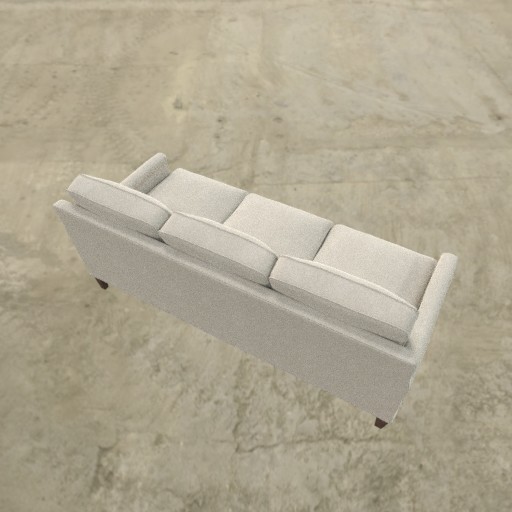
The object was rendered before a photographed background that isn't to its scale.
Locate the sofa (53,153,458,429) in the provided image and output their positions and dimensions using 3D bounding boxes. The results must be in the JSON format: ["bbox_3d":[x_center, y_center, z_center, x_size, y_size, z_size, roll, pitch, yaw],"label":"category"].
[{"bbox_3d":[0.000,0.000,2.806,2.246,1.003,1.084,22,50,20],"label":"sofa"}]
